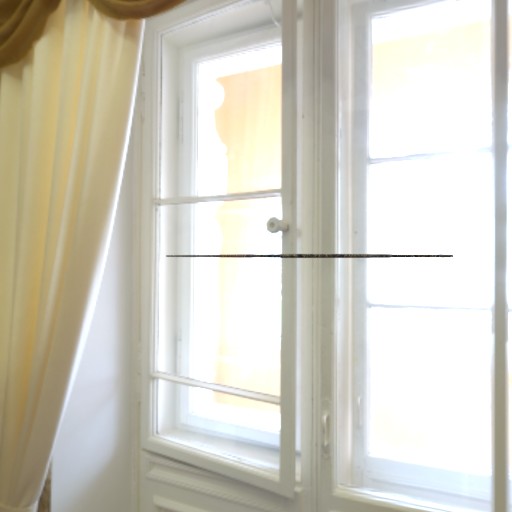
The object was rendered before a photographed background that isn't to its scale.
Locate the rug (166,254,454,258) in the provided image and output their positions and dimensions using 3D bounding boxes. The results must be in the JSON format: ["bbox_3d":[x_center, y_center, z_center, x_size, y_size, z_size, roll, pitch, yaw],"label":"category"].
[{"bbox_3d":[0.000,0.000,2.541,0.719,0.013,2.305,0,0,-19],"label":"rug"}]
